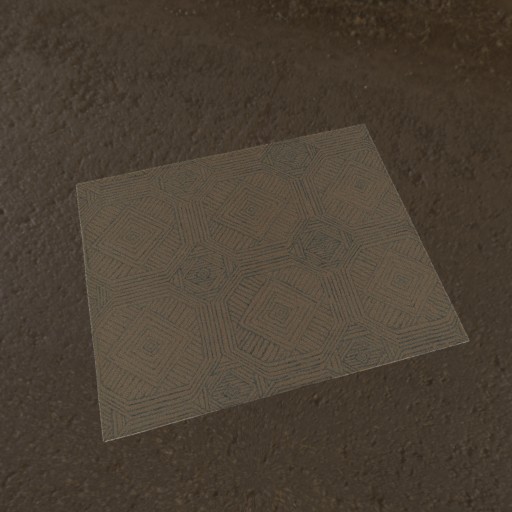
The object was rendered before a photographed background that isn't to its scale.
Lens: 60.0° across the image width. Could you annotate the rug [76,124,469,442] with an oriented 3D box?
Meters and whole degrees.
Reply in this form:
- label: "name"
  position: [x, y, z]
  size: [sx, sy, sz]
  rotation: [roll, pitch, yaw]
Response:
- label: "rug"
  position: [0.000, 0.000, 4.056]
  size: [3.049, 0.015, 2.457]
  rotation: [-13, 65, -6]
